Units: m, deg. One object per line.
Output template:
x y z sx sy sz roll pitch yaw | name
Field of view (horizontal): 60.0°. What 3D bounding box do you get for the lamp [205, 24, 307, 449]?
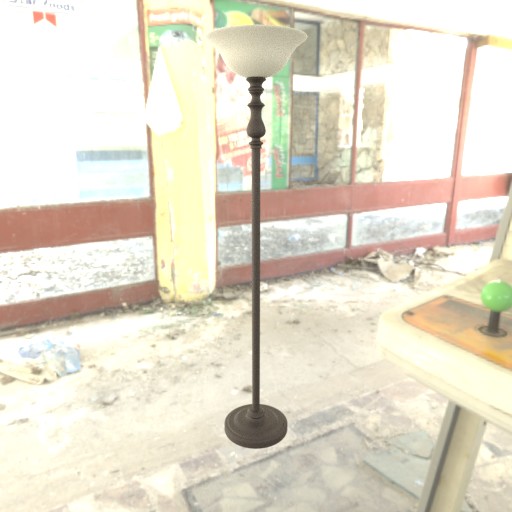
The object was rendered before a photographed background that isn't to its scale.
0.000 0.000 1.989 0.405 1.797 0.405 -2 15 -9 | lamp
